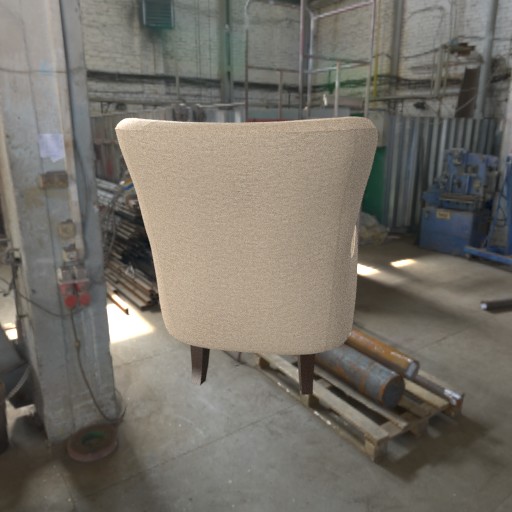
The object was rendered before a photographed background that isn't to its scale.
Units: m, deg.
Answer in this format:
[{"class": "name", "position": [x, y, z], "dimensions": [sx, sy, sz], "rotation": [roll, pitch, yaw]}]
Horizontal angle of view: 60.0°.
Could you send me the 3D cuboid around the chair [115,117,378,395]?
[{"class": "chair", "position": [0.000, 0.000, 1.820], "dimensions": [0.861, 1.064, 0.984], "rotation": [2, 16, 9]}]
